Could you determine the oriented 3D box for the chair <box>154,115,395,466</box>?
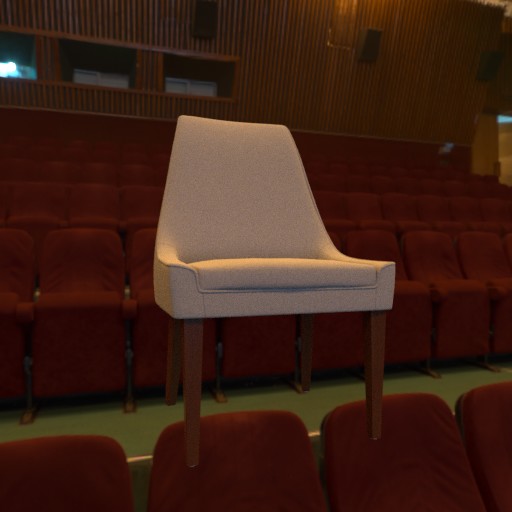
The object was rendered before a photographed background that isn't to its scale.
[{"bbox_3d":[0.000,0.000,1.196,0.529,0.861,0.544,0,0,-18],"label":"chair"}]
